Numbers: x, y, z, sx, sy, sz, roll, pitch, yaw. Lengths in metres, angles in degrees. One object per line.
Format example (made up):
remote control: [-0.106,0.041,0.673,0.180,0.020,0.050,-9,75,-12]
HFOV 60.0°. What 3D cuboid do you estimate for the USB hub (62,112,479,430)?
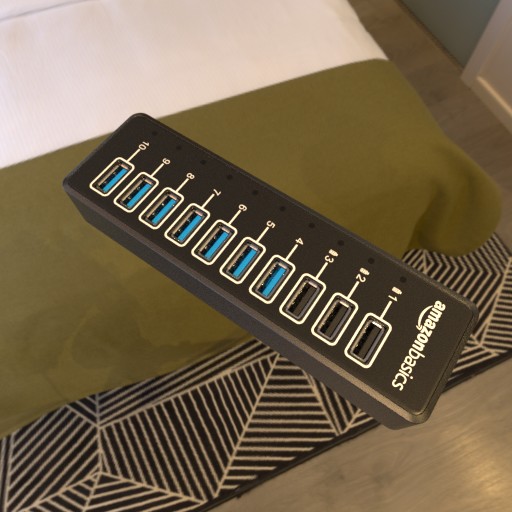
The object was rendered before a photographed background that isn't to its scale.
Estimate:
USB hub: [0.000,0.000,0.159,0.145,0.023,0.044,32,69,14]
